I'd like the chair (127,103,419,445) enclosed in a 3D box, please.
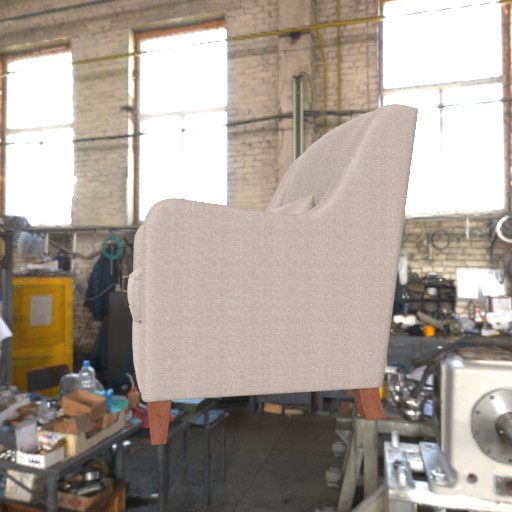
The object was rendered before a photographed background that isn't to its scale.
[{"bbox_3d":[0.000,0.000,1.612,0.890,1.017,0.715,0,-2,-17],"label":"chair"}]
